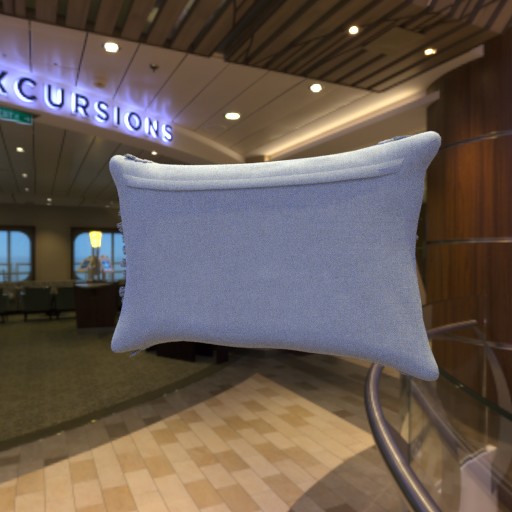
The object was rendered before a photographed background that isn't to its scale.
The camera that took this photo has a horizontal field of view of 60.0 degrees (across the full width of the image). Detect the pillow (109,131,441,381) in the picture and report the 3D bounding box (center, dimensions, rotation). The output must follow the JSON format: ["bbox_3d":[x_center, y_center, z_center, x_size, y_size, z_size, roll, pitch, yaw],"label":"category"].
[{"bbox_3d":[0.000,0.000,0.603,0.466,0.305,0.084,0,0,18],"label":"pillow"}]
